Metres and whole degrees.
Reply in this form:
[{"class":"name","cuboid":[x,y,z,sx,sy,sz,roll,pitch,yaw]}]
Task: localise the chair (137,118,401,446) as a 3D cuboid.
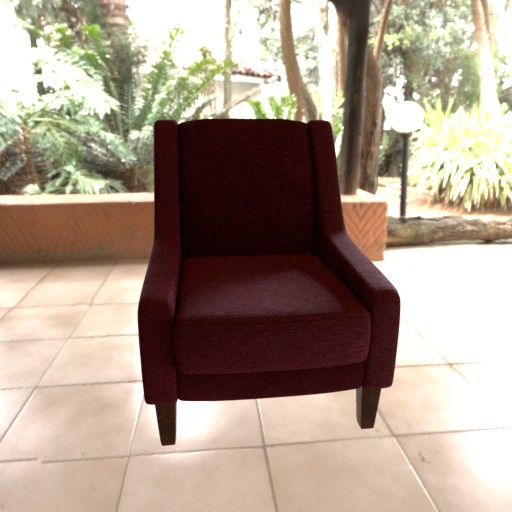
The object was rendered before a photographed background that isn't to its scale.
[{"class":"chair","cuboid":[0.000,0.000,1.692,0.793,1.017,0.985,-2,16,-7]}]
